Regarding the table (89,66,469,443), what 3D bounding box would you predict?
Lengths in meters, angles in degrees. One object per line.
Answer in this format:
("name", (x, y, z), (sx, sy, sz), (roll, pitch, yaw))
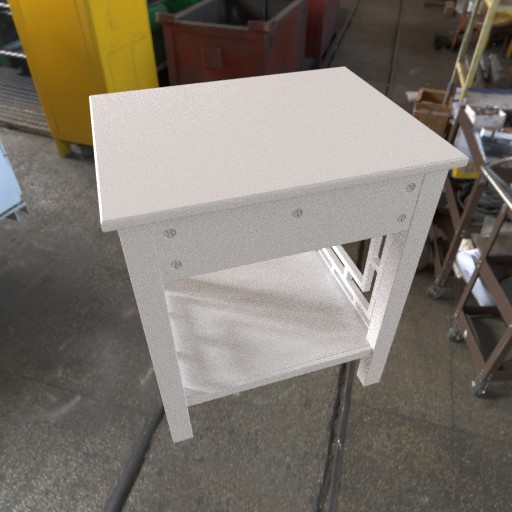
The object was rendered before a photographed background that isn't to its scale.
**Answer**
("table", (0.000, 0.000, 1.009), (0.564, 0.646, 0.451), (-12, 43, -13))
